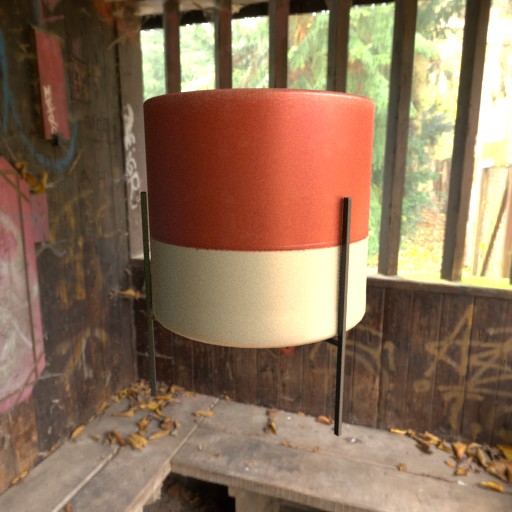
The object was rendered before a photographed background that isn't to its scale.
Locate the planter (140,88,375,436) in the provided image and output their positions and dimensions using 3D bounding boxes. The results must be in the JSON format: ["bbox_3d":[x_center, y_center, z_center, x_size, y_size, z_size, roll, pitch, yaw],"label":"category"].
[{"bbox_3d":[0.000,0.000,0.719,0.354,0.465,0.345,-2,12,-9],"label":"planter"}]
